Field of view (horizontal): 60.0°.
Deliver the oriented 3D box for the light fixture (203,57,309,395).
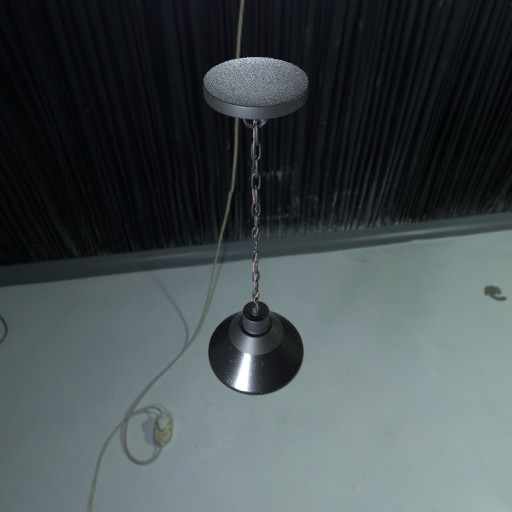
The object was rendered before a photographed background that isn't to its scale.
[{"bbox_3d":[0.000,0.000,0.717,0.201,0.588,0.201,-10,48,-9],"label":"light fixture"}]
